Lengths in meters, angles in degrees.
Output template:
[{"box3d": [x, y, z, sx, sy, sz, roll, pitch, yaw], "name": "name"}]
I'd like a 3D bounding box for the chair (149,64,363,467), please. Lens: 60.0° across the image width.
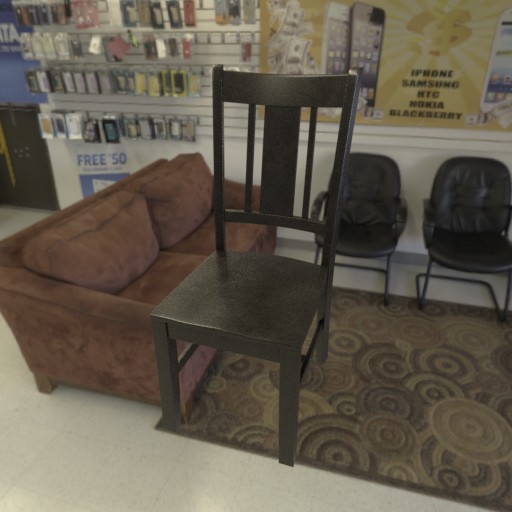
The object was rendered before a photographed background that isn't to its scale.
[{"box3d": [0.000, 0.000, 1.297, 0.450, 0.998, 0.555, 9, 28, 17], "name": "chair"}]
